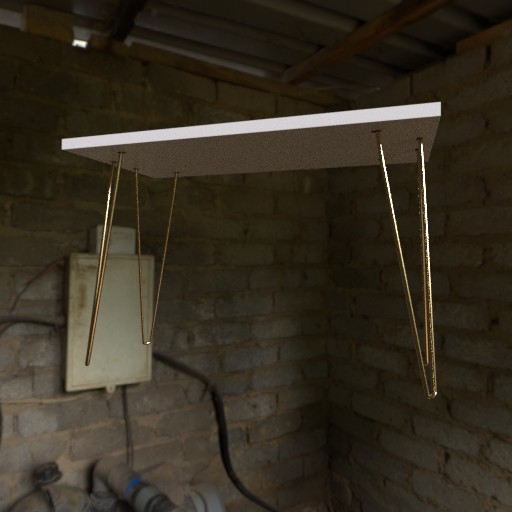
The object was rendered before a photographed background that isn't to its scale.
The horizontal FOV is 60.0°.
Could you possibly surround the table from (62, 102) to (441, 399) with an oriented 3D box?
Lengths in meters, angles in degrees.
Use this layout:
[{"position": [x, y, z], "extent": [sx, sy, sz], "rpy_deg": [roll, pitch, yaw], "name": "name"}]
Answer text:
[{"position": [0.000, 0.000, 1.335], "extent": [0.991, 0.660, 0.498], "rpy_deg": [0, 0, 18], "name": "table"}]
